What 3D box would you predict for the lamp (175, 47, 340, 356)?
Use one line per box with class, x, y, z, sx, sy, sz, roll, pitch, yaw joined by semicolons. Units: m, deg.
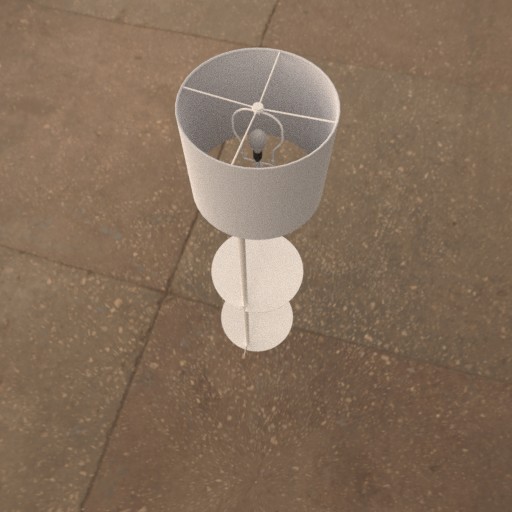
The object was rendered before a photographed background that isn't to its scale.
lamp;0.000;0.000;1.646;0.372;1.465;0.405;16;64;8
